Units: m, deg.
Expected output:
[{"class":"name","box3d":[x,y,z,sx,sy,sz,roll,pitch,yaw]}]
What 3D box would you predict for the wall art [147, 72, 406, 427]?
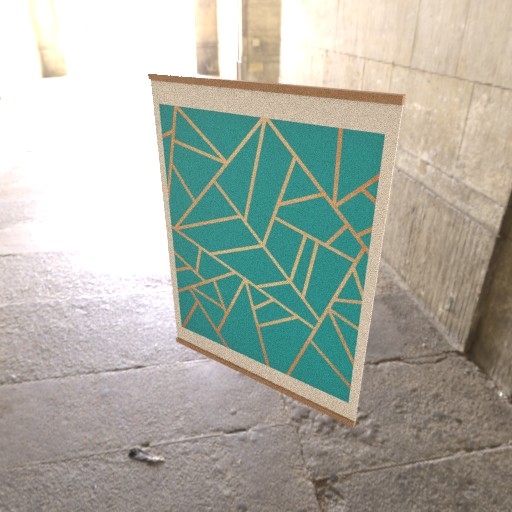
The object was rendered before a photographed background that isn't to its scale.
[{"class":"wall art","box3d":[0.000,0.000,0.825,0.459,0.608,0.012,18,33,29]}]
